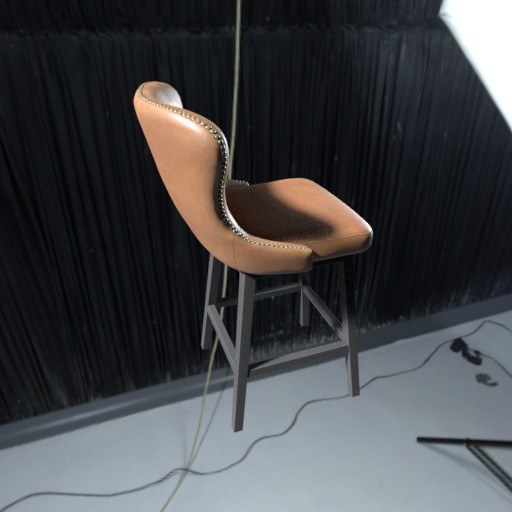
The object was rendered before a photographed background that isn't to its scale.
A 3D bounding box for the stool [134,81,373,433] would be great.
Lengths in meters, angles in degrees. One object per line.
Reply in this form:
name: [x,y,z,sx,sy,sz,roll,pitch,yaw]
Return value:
stool: [0.000,0.000,1.340,0.593,0.971,0.528,-10,32,-17]
